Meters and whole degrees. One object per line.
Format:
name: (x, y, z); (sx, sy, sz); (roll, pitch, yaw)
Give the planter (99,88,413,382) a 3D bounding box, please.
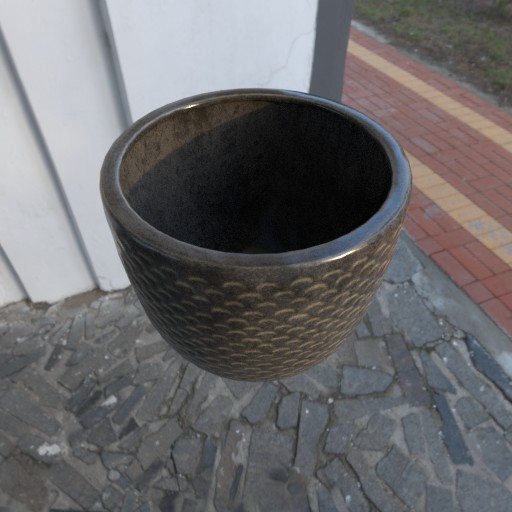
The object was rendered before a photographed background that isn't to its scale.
planter: (0.000, 0.000, 0.303); (0.172, 0.160, 0.172); (0, 46, 0)
